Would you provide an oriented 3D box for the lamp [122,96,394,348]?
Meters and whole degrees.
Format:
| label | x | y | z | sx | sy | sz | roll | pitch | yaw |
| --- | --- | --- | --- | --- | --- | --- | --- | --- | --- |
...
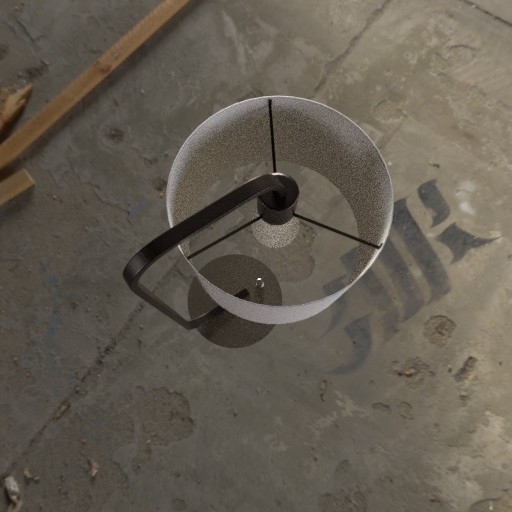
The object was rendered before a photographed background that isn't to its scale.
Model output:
| label | x | y | z | sx | sy | sz | roll | pitch | yaw |
| --- | --- | --- | --- | --- | --- | --- | --- | --- | --- |
| lamp | 0.000 | 0.000 | 0.616 | 0.288 | 0.473 | 0.230 | -33 | 77 | -8 |
